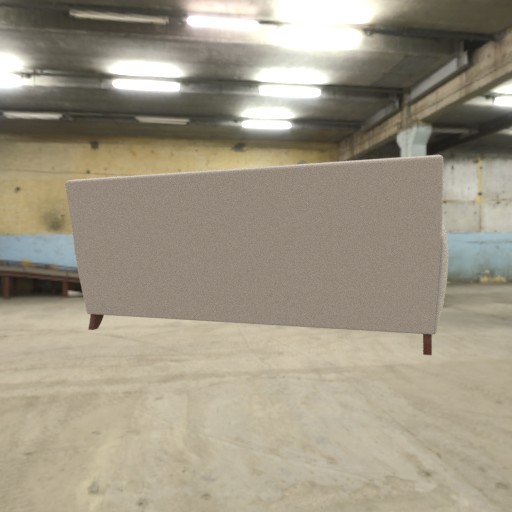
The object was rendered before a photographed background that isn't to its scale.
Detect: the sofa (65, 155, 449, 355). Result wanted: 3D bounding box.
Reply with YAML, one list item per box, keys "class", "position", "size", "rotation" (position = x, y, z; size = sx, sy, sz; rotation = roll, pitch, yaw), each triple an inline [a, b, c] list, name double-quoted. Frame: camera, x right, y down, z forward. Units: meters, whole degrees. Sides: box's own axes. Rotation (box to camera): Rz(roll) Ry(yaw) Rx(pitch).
- class: "sofa"
  position: [0.000, 0.000, 2.505]
  size: [2.000, 0.846, 0.875]
  rotation: [0, 1, 20]
